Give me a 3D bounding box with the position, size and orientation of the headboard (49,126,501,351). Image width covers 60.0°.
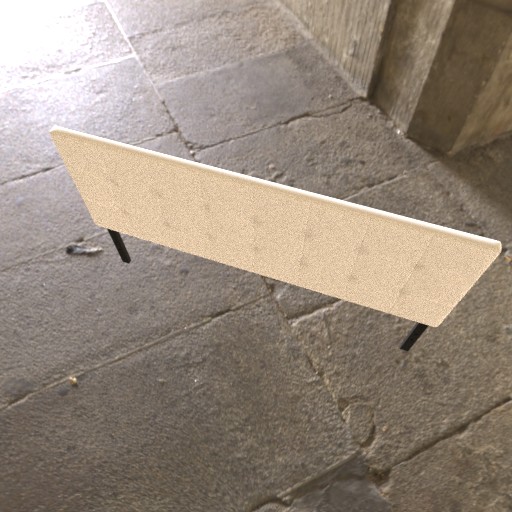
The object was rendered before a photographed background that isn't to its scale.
[{"bbox_3d":[0.000,0.000,2.796,2.362,1.410,0.120,16,59,10],"label":"headboard"}]
